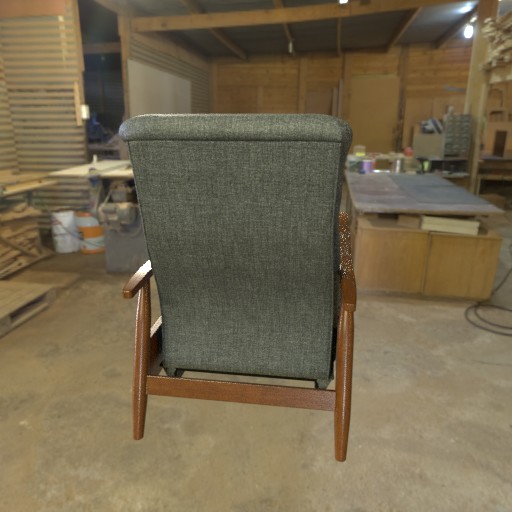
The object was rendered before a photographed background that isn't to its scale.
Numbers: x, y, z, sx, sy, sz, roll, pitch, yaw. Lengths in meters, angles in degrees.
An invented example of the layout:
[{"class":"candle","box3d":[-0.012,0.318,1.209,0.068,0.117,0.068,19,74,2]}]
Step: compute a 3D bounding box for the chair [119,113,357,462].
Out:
[{"class":"chair","box3d":[0.000,0.000,1.792,0.762,1.082,1.030,2,17,8]}]
